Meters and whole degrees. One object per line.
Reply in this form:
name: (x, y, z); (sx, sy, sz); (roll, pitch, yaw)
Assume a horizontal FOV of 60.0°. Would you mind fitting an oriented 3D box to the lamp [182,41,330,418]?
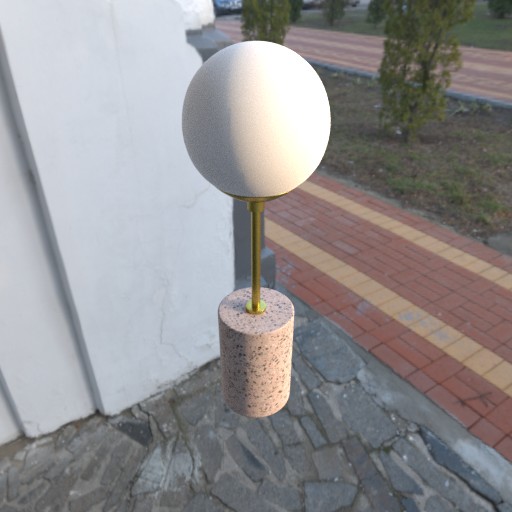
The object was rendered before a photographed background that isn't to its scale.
lamp: (0.000, 0.000, 0.548); (0.153, 0.480, 0.153); (0, 32, 0)
